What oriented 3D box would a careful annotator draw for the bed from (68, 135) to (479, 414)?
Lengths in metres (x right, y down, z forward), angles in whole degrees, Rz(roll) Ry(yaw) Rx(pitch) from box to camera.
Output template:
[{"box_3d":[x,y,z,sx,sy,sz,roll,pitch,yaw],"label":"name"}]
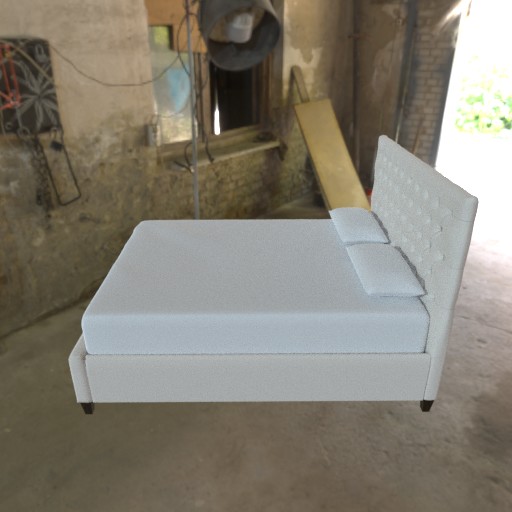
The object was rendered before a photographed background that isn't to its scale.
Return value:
[{"box_3d":[0.000,0.000,3.229,2.233,1.426,1.696,0,26,-1],"label":"bed"}]
